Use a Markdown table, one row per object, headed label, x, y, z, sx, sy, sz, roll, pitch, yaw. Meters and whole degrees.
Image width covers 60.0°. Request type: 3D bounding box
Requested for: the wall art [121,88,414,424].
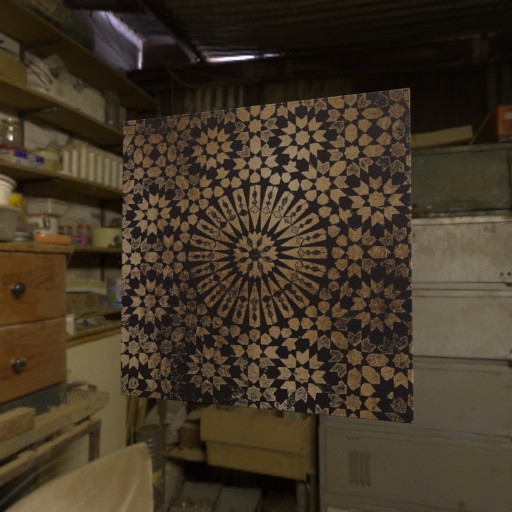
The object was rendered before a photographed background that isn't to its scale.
| label | x | y | z | sx | sy | sz | roll | pitch | yaw |
| --- | --- | --- | --- | --- | --- | --- | --- | --- | --- |
| wall art | 0.000 | 0.000 | 0.612 | 0.405 | 0.405 | 0.038 | -1 | -2 | 18 |
